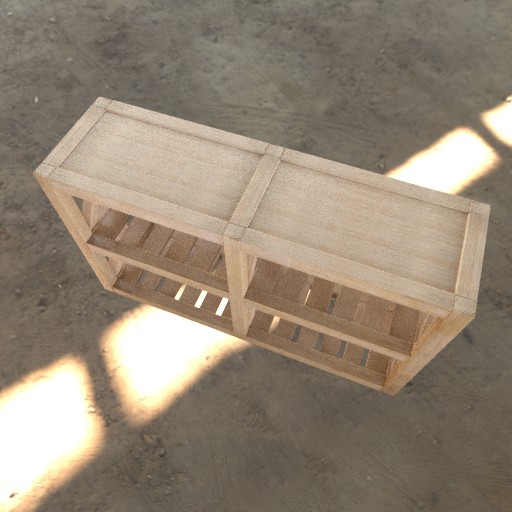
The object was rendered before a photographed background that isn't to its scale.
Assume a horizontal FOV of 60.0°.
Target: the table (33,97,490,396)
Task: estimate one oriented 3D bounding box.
[{"bbox_3d":[0.000,0.000,1.636,1.320,0.762,0.381,18,60,11],"label":"table"}]
